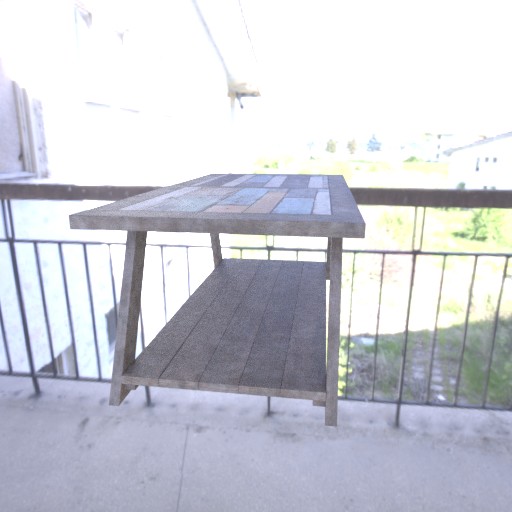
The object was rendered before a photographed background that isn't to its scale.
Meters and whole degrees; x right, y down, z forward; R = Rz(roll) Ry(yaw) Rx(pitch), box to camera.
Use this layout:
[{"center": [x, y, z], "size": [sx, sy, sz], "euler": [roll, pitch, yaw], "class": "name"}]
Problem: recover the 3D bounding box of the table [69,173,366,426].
[{"center": [0.000, 0.000, 1.529], "size": [0.610, 0.470, 1.219], "euler": [2, 15, 8], "class": "table"}]
